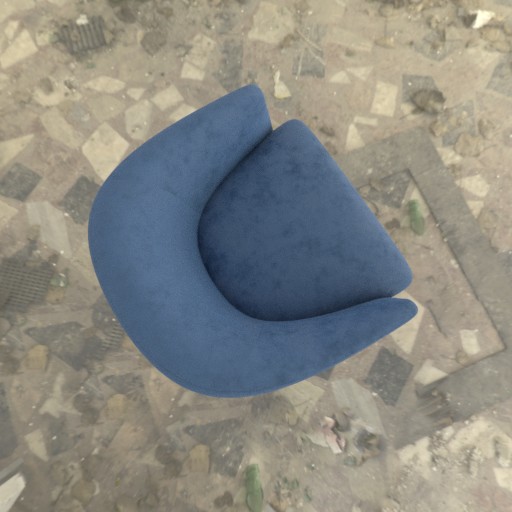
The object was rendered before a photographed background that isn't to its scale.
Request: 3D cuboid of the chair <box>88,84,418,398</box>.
[{"bbox_3d":[0.000,0.000,1.358,0.767,0.698,0.773,-32,79,-7],"label":"chair"}]
